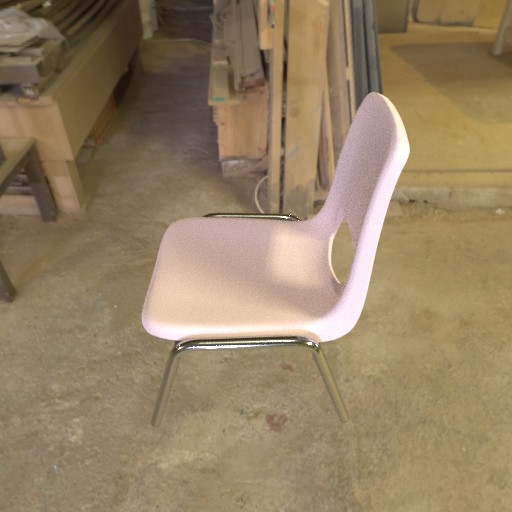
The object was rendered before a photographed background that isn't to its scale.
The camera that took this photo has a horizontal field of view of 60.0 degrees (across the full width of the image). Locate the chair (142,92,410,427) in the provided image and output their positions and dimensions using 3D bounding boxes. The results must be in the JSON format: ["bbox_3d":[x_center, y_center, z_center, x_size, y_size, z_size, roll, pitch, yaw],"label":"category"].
[{"bbox_3d":[0.000,0.000,0.778,0.385,0.537,0.354,0,40,0],"label":"chair"}]
